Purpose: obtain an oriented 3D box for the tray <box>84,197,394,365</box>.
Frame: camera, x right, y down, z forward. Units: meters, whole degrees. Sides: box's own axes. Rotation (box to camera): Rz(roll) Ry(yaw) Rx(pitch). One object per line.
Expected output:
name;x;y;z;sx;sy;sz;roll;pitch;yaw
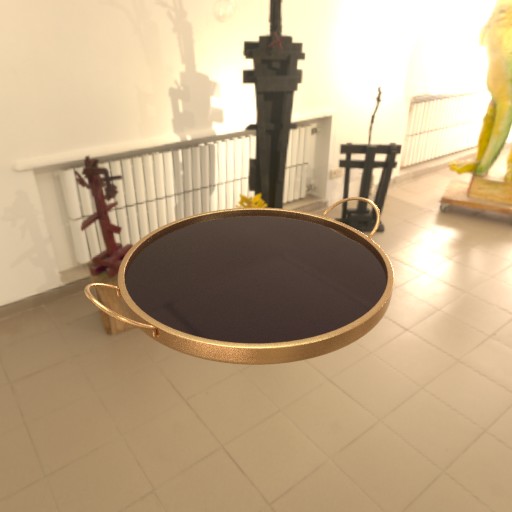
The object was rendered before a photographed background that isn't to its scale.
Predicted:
tray;0.000;0.000;0.725;0.543;0.069;0.438;-21;35;-32
